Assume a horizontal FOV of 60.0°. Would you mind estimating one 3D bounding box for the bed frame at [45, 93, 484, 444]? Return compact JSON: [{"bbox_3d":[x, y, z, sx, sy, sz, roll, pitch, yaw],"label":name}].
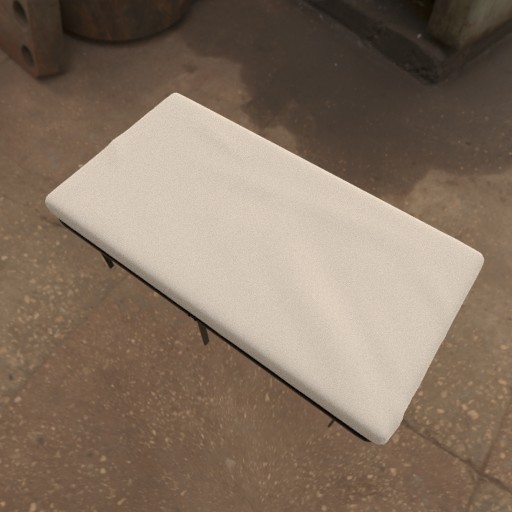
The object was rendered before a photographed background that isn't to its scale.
[{"bbox_3d":[0.000,0.000,2.313,1.903,0.619,0.989,32,65,17],"label":"bed frame"}]
